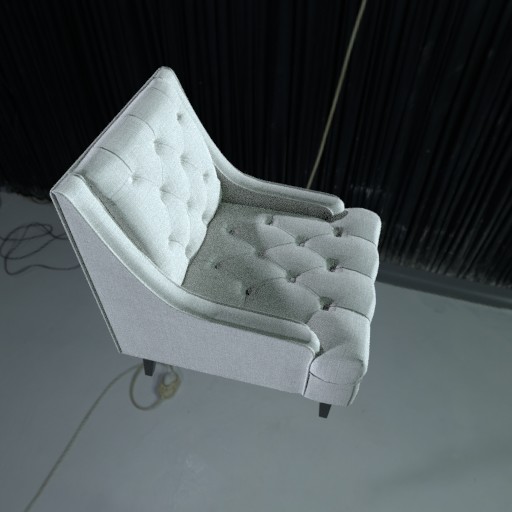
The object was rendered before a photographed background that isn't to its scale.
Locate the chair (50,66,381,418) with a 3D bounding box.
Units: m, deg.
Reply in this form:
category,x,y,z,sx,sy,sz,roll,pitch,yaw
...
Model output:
category,x,y,z,sx,sy,sz,roll,pitch,yaw
chair,0.000,0.000,1.415,0.772,0.891,0.658,10,48,9
